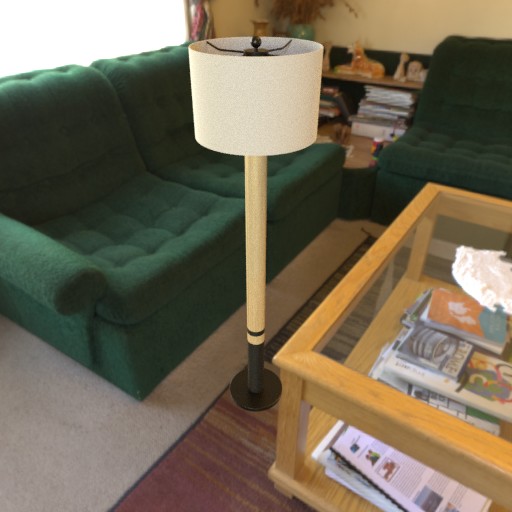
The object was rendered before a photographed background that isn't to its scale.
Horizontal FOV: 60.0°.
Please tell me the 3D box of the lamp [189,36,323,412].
[{"bbox_3d":[0.000,0.000,1.650,0.381,1.478,0.381,9,34,14],"label":"lamp"}]
